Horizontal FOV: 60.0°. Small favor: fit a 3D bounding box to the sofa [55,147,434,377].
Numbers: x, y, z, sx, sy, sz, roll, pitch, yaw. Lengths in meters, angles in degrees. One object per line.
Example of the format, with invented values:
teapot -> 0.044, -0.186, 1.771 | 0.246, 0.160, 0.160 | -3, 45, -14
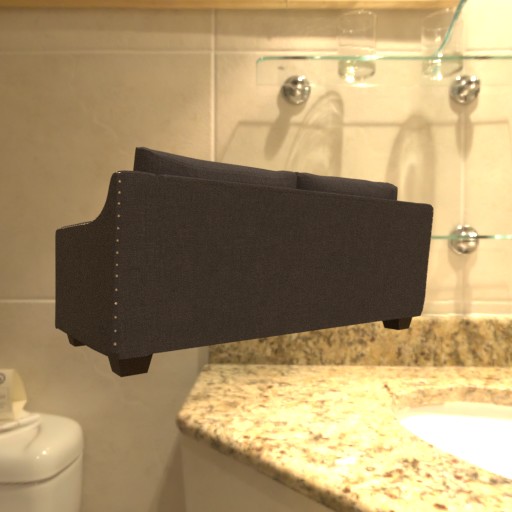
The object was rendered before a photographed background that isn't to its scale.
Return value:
sofa -> 0.000, 0.000, 3.317 | 2.550, 1.196, 1.336 | 0, 1, -36
